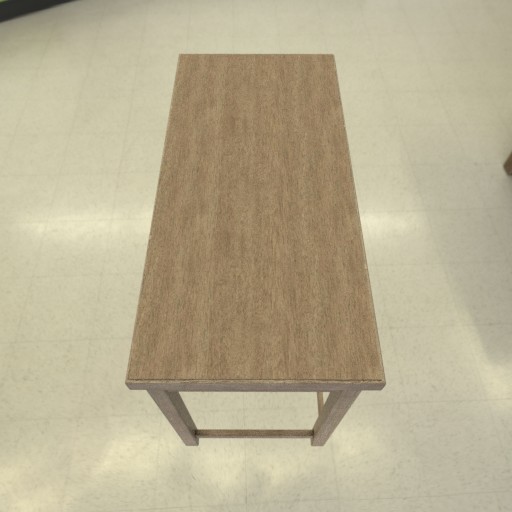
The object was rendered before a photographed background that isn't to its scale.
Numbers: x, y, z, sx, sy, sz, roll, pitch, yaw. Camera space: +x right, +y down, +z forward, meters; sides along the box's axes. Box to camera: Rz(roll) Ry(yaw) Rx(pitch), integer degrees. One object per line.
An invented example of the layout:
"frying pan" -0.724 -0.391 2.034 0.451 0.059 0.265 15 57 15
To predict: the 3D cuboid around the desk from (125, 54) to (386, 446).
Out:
"desk" 0.000 0.000 1.755 0.610 0.912 1.289 0 57 0
